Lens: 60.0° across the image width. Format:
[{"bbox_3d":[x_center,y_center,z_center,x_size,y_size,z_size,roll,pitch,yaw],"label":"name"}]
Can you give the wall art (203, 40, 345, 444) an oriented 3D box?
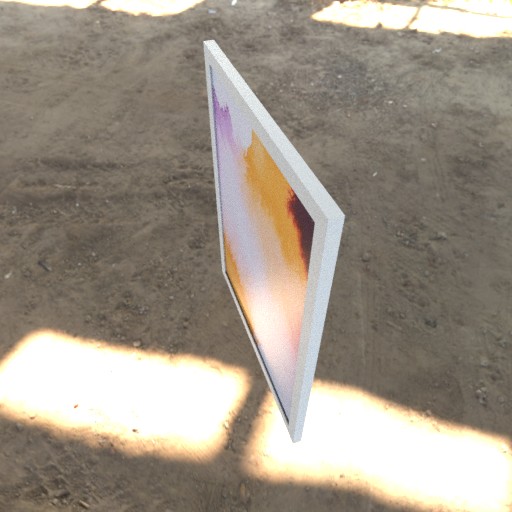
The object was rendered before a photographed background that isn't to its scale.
[{"bbox_3d":[0.000,0.000,1.120,0.026,0.811,0.661,-15,48,-13],"label":"wall art"}]
